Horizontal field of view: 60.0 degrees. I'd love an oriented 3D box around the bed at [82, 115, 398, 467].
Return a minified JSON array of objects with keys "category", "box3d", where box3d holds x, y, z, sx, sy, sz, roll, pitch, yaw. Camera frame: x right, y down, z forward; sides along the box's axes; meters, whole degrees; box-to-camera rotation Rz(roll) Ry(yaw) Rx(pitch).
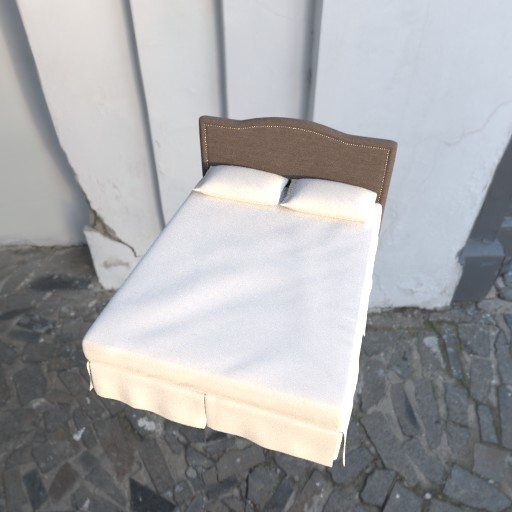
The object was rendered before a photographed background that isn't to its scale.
[{"category":"bed","box3d":[0.000,0.000,3.973,2.161,1.457,2.689,11,43,13]}]
